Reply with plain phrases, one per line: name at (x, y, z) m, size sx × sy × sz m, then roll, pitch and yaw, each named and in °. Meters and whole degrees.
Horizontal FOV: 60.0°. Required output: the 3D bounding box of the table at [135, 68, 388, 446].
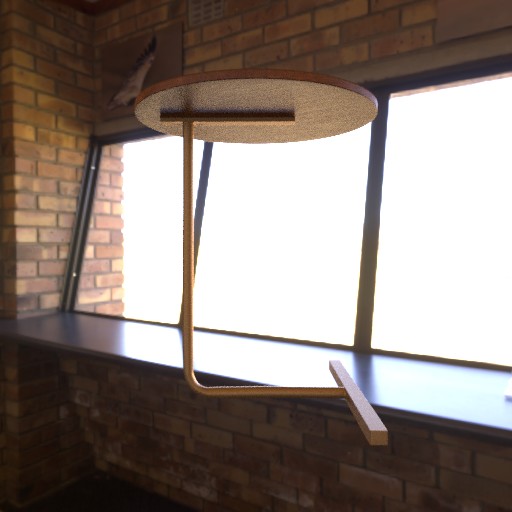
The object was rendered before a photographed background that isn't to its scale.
table at (0.000, 0.000, 1.093) m, size 0.577 × 0.706 × 0.530 m, roll 0°, pitch 1°, yaw 1°
